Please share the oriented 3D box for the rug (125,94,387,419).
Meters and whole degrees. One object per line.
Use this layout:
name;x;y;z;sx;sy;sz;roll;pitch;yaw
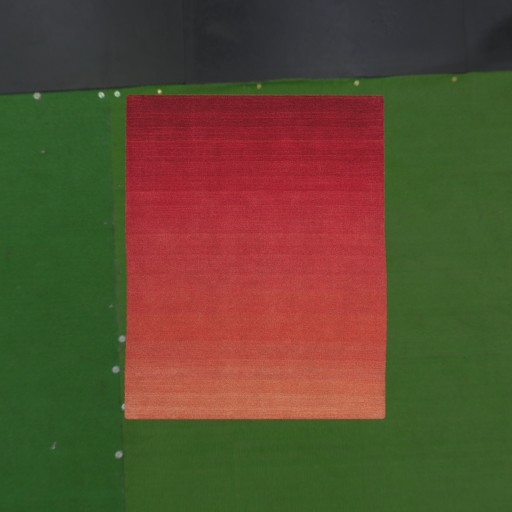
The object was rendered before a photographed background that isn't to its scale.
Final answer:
rug;0.000;0.000;3.970;2.340;0.028;2.905;0;89;0
